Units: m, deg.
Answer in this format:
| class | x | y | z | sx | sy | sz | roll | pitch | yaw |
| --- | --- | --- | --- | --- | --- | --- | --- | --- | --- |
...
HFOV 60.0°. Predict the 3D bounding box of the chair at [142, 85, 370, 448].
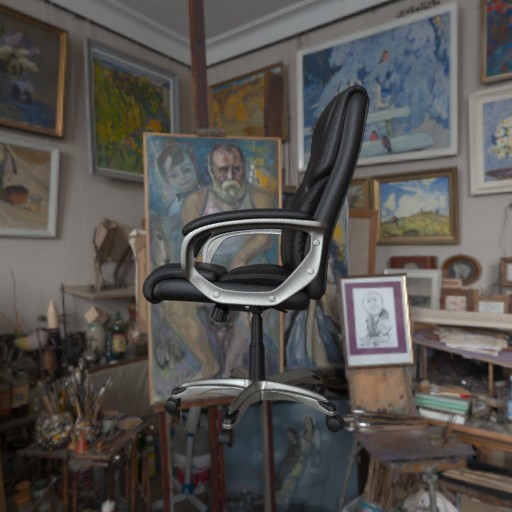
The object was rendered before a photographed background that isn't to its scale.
| class | x | y | z | sx | sy | sz | roll | pitch | yaw |
| --- | --- | --- | --- | --- | --- | --- | --- | --- | --- |
| chair | 0.000 | 0.000 | 1.647 | 0.739 | 1.155 | 0.663 | 0 | 0 | -1 |
